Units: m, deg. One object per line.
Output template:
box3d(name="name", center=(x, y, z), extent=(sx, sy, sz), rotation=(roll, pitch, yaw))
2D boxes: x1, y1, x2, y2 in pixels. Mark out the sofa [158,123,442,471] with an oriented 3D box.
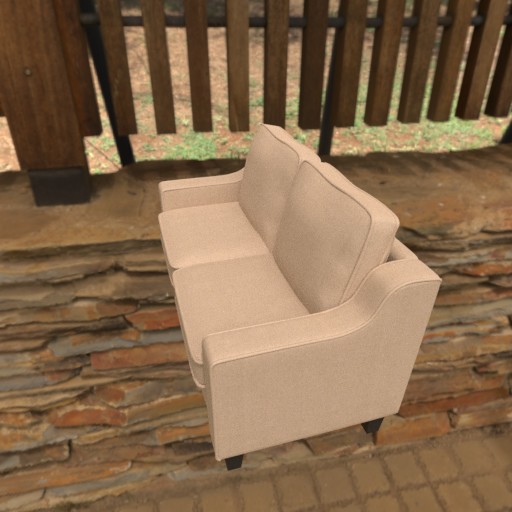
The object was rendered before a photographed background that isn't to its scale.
box3d(name="sofa", center=(0.000, 0.000, 3.507), extent=(1.351, 1.562, 2.587), rotation=(-8, 31, -14))
